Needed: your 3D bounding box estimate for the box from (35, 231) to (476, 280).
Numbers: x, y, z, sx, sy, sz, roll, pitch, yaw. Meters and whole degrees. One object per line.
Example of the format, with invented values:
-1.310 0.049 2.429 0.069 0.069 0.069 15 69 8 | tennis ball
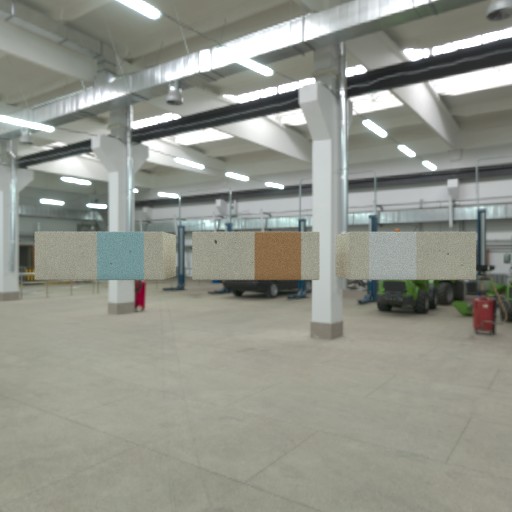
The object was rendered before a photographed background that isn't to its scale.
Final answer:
0.000 0.000 0.503 0.461 0.051 0.082 0 0 -1 | box
